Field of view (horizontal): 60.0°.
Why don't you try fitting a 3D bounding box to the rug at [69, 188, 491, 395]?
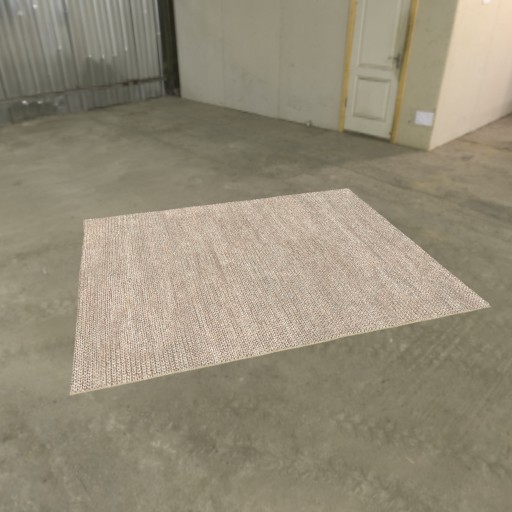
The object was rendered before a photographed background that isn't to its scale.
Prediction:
[{"bbox_3d":[0.000,0.000,4.012,3.052,0.030,2.429,-9,32,-14],"label":"rug"}]
